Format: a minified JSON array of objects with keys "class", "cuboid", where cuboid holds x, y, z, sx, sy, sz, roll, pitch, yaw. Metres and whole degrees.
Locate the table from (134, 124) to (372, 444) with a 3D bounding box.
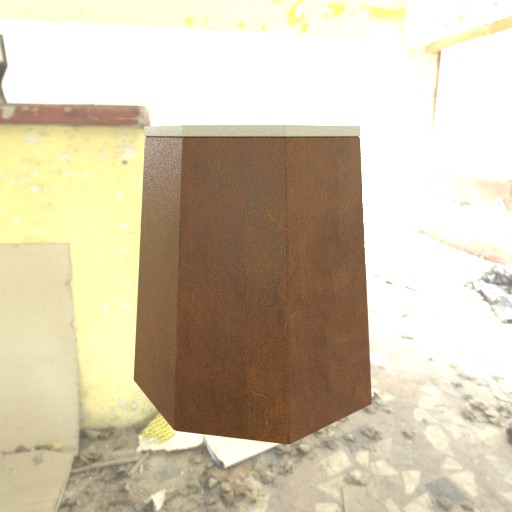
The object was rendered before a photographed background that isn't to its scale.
[{"class":"table","cuboid":[0.000,0.000,0.817,0.439,0.457,0.439,2,15,8]}]
